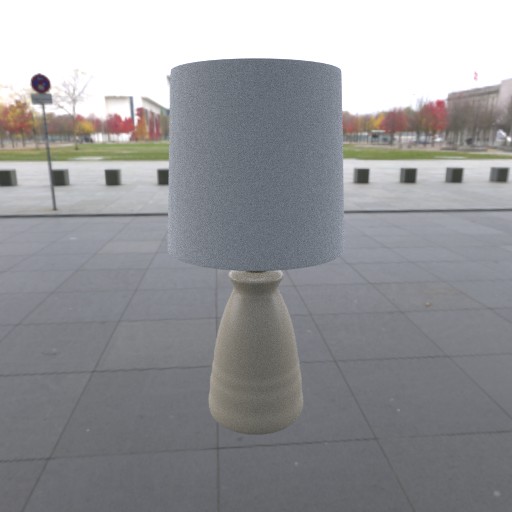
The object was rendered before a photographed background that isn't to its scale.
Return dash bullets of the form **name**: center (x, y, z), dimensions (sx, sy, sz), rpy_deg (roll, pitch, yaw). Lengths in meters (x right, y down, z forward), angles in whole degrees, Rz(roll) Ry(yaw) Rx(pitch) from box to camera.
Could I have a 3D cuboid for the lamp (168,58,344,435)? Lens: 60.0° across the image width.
- **lamp**: center (0.000, 0.000, 0.479), dimensions (0.186, 0.369, 0.186), rpy_deg (0, 15, 0)
